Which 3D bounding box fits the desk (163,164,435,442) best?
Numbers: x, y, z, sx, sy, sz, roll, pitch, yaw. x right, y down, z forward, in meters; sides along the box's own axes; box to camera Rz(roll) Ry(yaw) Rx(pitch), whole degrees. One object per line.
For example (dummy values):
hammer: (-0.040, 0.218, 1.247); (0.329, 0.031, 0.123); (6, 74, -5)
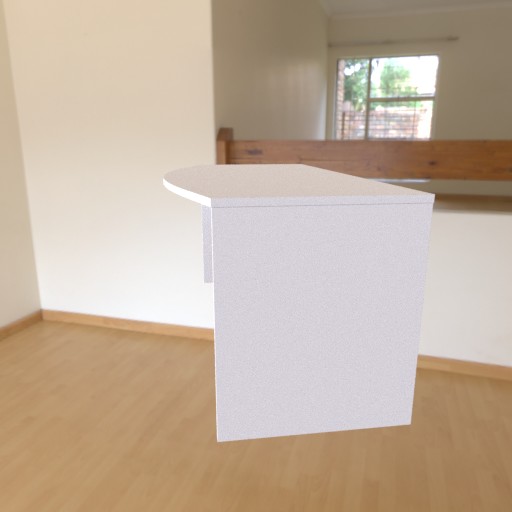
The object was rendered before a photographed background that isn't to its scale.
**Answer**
desk: (0.000, 0.000, 2.065); (0.802, 0.750, 1.600); (-2, 15, -8)
